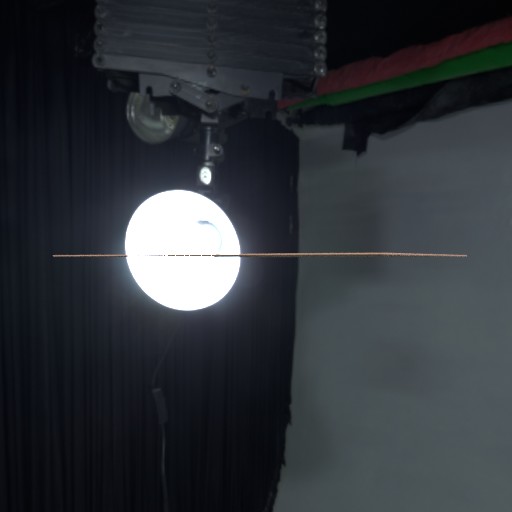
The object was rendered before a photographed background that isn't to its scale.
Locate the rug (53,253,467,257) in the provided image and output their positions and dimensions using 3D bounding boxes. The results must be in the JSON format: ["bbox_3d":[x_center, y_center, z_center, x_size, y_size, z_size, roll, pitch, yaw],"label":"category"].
[{"bbox_3d":[0.000,0.000,2.349,1.829,0.008,1.219,0,0,36],"label":"rug"}]
